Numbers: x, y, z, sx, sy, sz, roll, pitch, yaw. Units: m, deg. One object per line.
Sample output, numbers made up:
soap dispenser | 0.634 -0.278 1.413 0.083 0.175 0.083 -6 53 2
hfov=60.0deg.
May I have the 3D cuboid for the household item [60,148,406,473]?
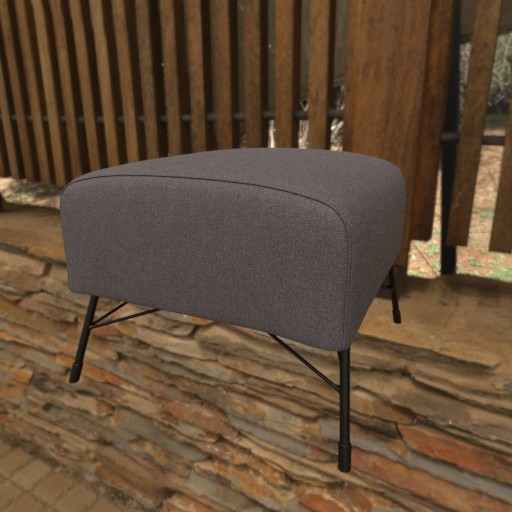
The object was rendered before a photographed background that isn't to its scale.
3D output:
household item | 0.000 0.000 0.884 0.530 0.410 0.530 8 19 24
